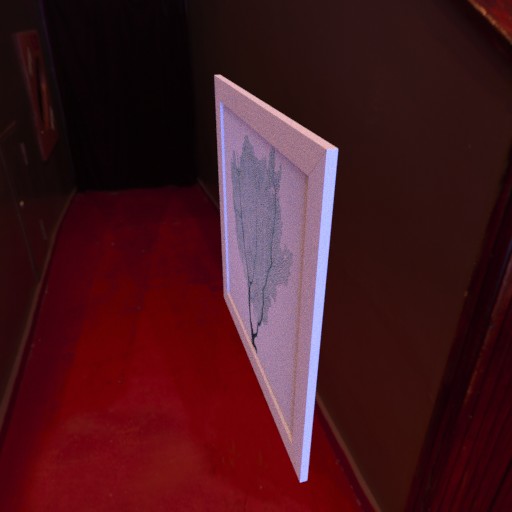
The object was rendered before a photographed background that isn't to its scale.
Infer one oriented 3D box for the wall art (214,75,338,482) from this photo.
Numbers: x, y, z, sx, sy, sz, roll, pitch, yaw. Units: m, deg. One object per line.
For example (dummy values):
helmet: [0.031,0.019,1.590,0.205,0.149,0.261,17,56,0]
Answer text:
wall art: [0.000,0.000,0.853,0.015,0.577,0.572,-8,31,-14]
